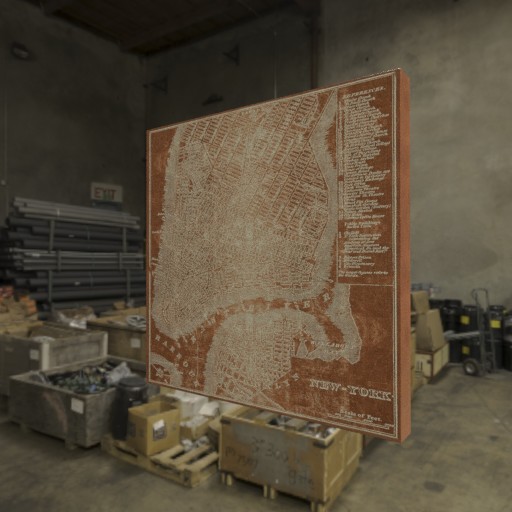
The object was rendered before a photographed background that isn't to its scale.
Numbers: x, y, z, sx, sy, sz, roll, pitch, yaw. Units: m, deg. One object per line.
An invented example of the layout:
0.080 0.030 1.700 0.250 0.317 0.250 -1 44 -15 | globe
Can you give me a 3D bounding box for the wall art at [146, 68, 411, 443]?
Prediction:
0.000 0.000 0.604 0.403 0.403 0.035 0 0 35 | wall art
